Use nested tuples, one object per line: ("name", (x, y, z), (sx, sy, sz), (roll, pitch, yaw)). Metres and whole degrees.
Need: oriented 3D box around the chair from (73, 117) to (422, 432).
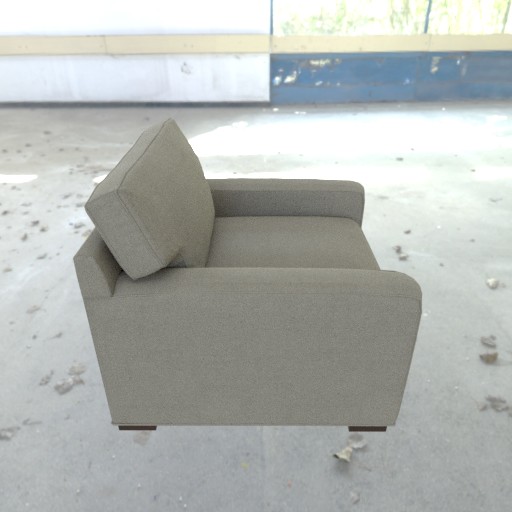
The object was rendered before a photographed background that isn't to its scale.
("chair", (0.000, 0.000, 1.812), (1.044, 0.934, 0.999), (0, 30, 0))
